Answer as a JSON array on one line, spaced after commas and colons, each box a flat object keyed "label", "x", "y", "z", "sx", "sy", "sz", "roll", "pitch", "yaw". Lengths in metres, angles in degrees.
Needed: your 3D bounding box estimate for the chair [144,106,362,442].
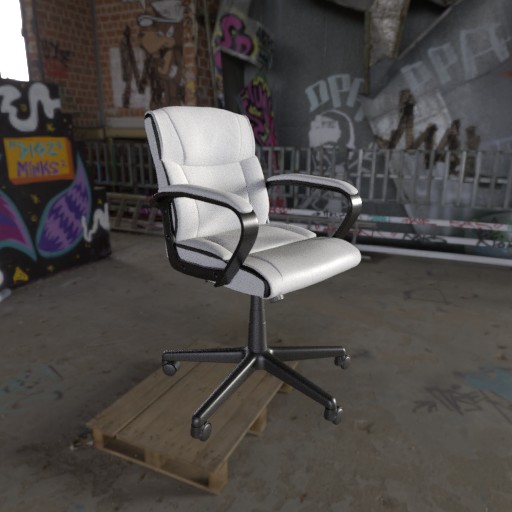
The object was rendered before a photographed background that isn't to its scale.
[{"label": "chair", "x": 0.000, "y": 0.000, "z": 1.529, "sx": 0.717, "sy": 1.004, "sz": 0.739, "roll": 15, "pitch": 21, "yaw": 43}]
